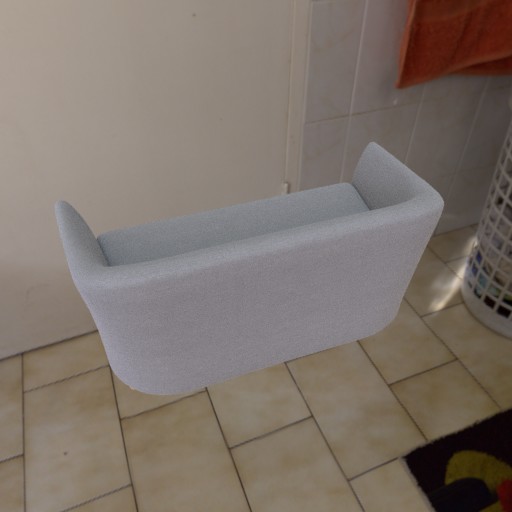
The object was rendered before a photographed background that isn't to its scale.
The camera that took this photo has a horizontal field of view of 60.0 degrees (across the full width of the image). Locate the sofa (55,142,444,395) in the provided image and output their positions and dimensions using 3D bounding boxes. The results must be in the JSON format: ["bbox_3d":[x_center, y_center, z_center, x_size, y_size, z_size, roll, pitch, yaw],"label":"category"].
[{"bbox_3d":[0.000,0.000,1.840,1.452,0.721,0.705,-14,44,-14],"label":"sofa"}]
